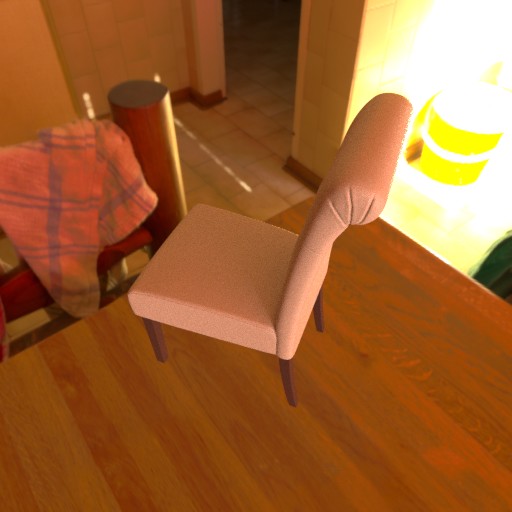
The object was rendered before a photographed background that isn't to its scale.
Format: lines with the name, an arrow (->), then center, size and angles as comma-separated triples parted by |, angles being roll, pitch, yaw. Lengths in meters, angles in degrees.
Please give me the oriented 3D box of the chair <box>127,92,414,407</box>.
chair -> 0.000, 0.000, 1.353 | 0.671, 1.006, 0.456 | 16, 48, 15
